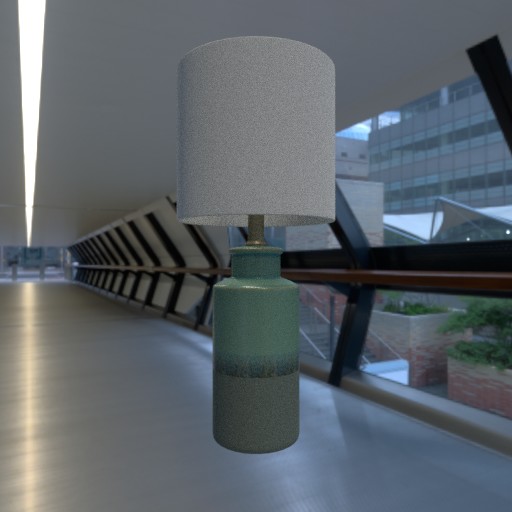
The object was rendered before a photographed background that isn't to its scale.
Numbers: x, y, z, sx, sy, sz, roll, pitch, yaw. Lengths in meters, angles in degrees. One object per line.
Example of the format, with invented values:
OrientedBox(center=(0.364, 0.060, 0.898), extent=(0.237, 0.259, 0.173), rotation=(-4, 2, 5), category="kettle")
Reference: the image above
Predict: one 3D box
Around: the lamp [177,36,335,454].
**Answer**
OrientedBox(center=(0.000, 0.000, 0.602), extent=(0.212, 0.493, 0.212), rotation=(0, 0, 17), category="lamp")
